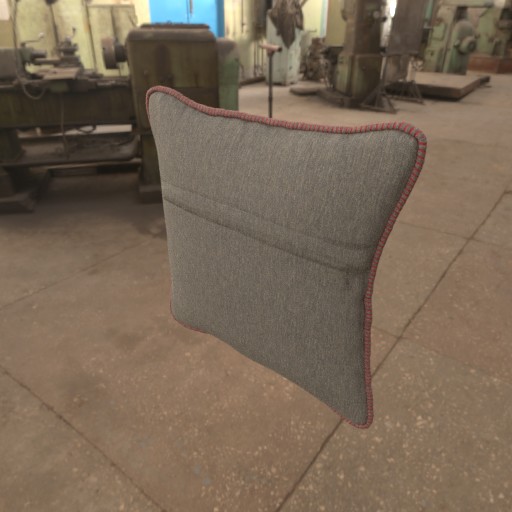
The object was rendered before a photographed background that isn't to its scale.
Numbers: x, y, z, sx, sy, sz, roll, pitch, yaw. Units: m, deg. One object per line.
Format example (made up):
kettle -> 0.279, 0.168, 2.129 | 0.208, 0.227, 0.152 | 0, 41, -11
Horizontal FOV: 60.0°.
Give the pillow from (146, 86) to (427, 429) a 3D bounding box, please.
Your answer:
pillow -> 0.000, 0.000, 0.727 | 0.482, 0.491, 0.124 | 22, 36, 34
